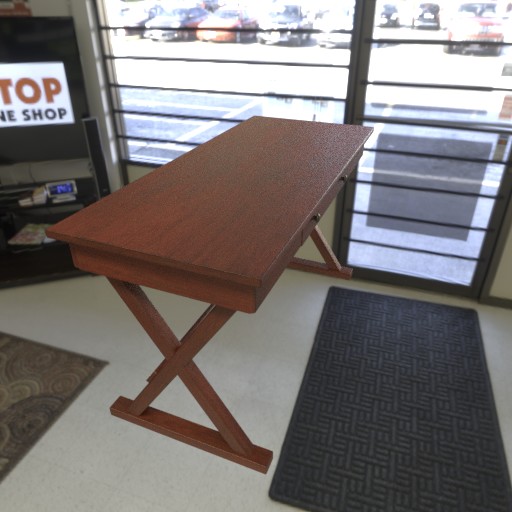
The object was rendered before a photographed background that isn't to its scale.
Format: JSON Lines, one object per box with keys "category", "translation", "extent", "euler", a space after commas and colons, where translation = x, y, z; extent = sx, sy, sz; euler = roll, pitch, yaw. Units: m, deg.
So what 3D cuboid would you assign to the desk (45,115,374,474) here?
{"category": "desk", "translation": [0.000, 0.000, 1.771], "extent": [0.600, 0.761, 1.372], "euler": [12, 32, 19]}
